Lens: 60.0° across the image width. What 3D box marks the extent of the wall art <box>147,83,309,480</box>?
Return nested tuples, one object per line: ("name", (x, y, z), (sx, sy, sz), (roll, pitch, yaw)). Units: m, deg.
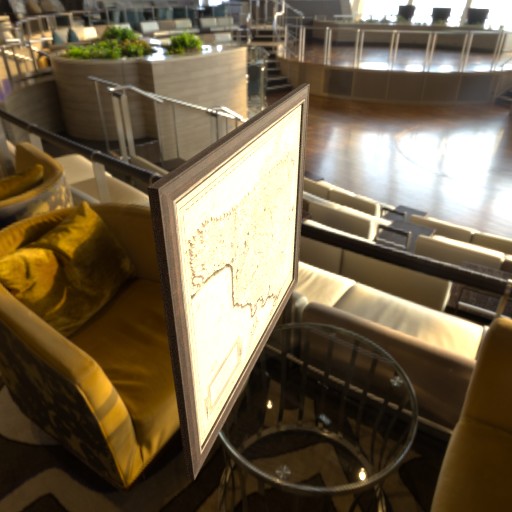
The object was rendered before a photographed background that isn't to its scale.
("wall art", (0.000, 0.000, 1.426), (0.023, 0.875, 1.033), (11, 33, 18))
